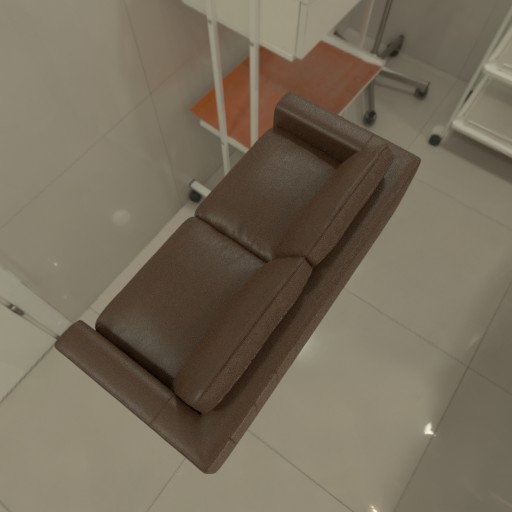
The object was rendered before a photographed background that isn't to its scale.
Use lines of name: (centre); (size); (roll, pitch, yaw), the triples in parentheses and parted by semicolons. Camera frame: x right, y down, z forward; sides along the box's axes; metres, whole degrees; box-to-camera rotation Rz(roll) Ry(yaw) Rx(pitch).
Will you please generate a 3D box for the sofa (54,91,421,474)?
sofa: (0.000, 0.000, 2.745); (1.070, 0.801, 2.262); (33, 69, 15)
